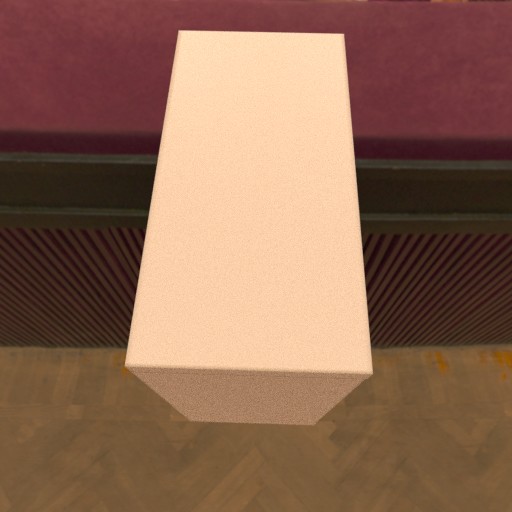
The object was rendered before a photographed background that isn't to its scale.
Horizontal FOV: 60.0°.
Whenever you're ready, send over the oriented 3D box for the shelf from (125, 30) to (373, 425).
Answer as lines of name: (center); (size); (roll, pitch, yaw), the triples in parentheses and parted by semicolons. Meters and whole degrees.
shelf: (0.000, 0.000, 1.223); (0.390, 0.786, 0.790); (2, 64, 1)
